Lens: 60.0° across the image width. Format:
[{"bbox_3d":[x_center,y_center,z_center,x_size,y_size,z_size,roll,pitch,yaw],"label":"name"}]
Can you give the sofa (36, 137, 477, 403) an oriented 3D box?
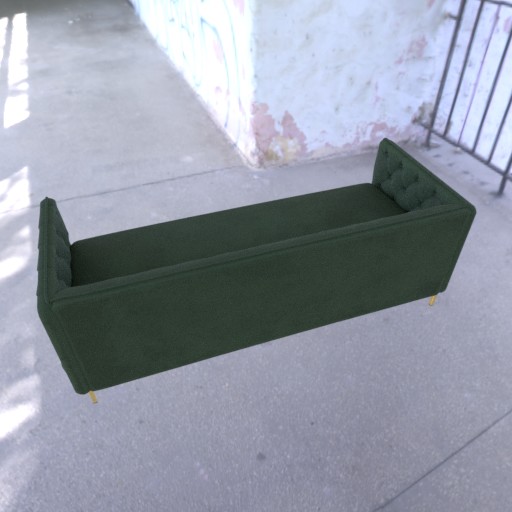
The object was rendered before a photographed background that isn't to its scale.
[{"bbox_3d":[0.000,0.000,2.588,2.209,0.771,0.895,-13,43,-14],"label":"sofa"}]
